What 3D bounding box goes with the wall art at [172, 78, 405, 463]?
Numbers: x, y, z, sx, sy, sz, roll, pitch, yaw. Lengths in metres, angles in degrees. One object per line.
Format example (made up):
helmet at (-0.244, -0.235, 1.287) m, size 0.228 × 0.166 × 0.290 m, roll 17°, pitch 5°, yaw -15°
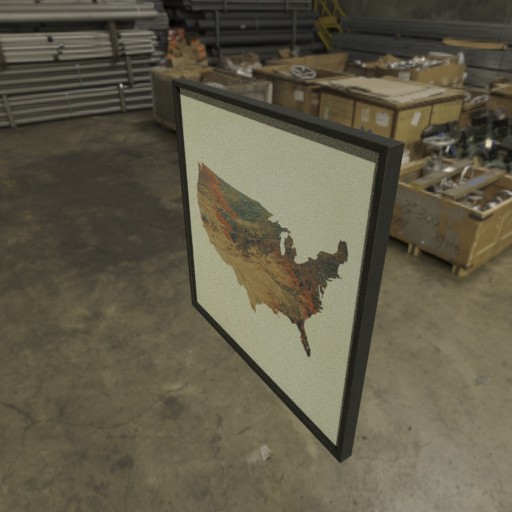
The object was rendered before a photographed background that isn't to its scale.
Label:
wall art at (0.000, 0.000, 1.140) m, size 0.038 × 0.762 × 0.762 m, roll -19°, pitch 35°, yaw -29°
